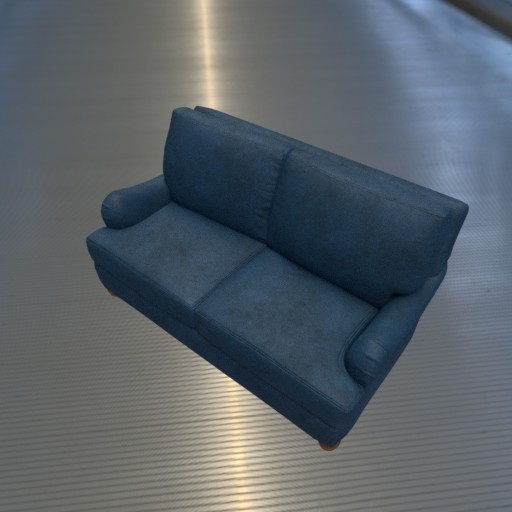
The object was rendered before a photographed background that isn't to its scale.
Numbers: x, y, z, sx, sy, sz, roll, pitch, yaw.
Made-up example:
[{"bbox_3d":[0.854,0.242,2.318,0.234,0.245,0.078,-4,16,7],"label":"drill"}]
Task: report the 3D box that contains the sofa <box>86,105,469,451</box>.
[{"bbox_3d":[0.000,0.000,2.523,1.853,1.101,1.084,28,50,27],"label":"sofa"}]
